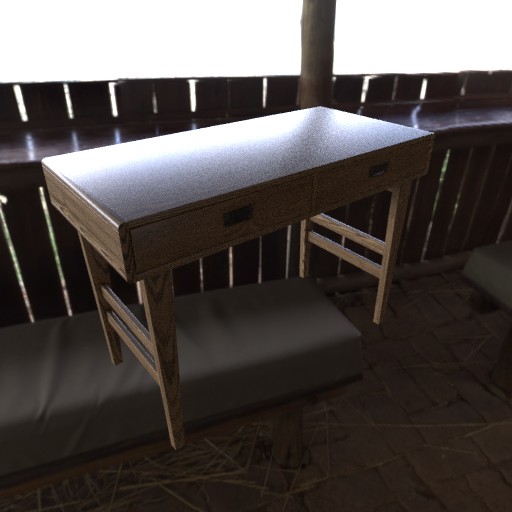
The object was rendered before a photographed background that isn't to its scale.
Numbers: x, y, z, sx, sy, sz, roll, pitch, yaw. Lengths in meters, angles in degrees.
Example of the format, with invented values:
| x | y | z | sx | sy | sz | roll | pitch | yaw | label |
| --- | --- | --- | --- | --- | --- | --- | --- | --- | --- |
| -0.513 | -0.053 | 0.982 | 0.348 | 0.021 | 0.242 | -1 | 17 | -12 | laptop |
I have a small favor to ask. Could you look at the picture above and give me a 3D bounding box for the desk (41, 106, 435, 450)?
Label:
| x | y | z | sx | sy | sz | roll | pitch | yaw | label |
| --- | --- | --- | --- | --- | --- | --- | --- | --- | --- |
| 0.000 | 0.000 | 1.488 | 1.067 | 0.755 | 0.508 | -22 | 37 | -32 | desk |
